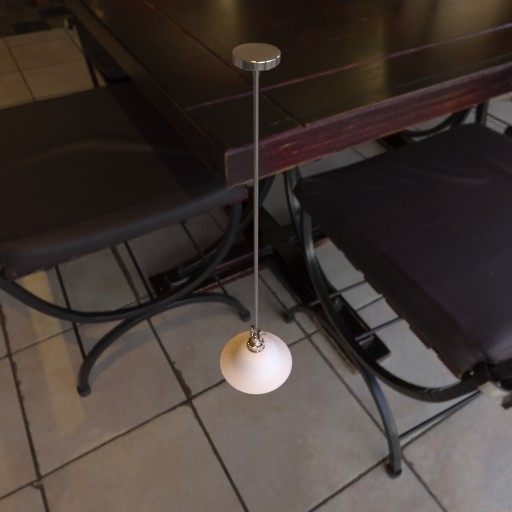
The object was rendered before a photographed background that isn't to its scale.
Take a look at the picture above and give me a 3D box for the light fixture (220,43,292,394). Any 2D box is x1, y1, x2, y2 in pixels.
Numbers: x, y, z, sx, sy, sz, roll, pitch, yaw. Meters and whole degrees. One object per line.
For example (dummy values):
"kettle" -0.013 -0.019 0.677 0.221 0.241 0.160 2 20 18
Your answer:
"light fixture" 0.000 0.000 1.511 0.324 1.354 0.324 32 54 27
